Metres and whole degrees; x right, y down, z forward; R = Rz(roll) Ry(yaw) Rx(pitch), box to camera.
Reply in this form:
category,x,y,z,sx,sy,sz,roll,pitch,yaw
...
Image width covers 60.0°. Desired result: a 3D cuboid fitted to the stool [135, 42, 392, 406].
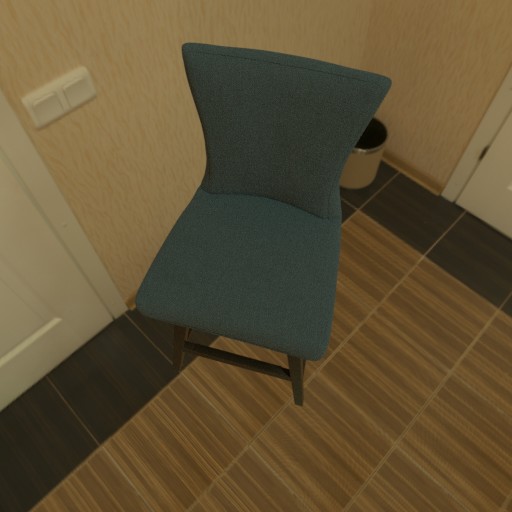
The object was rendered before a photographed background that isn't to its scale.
category,x,y,z,sx,sy,sz,roll,pitch,yaw
stool,0.000,0.000,1.330,0.514,1.000,0.574,13,60,8
